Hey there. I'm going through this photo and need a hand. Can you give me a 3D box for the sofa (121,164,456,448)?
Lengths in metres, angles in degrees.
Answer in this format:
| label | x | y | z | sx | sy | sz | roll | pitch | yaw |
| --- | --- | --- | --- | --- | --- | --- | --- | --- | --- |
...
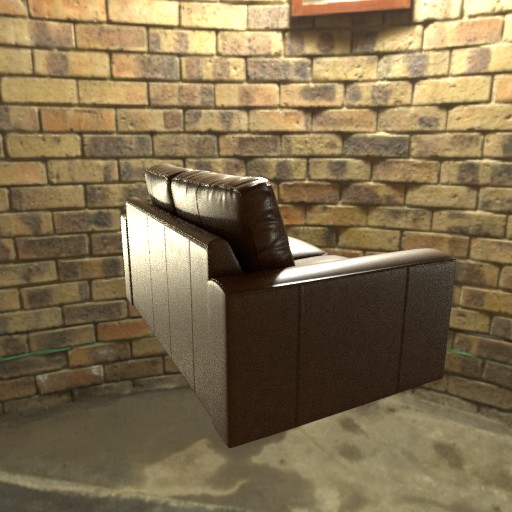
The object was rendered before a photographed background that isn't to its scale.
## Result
| label | x | y | z | sx | sy | sz | roll | pitch | yaw |
| --- | --- | --- | --- | --- | --- | --- | --- | --- | --- |
| sofa | 0.000 | 0.000 | 2.226 | 1.016 | 0.873 | 1.616 | -7 | 16 | -26 |
